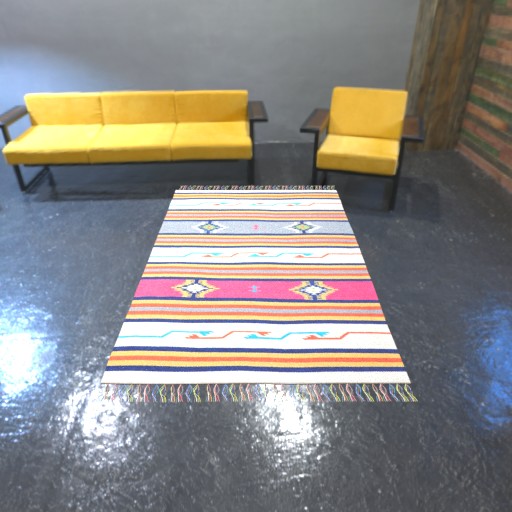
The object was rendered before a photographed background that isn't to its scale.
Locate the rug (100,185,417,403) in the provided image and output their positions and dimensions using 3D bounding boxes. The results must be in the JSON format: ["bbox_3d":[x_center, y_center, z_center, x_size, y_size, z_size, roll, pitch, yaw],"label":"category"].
[{"bbox_3d":[0.000,0.000,2.253,1.084,0.013,1.849,0,32,0],"label":"rug"}]
